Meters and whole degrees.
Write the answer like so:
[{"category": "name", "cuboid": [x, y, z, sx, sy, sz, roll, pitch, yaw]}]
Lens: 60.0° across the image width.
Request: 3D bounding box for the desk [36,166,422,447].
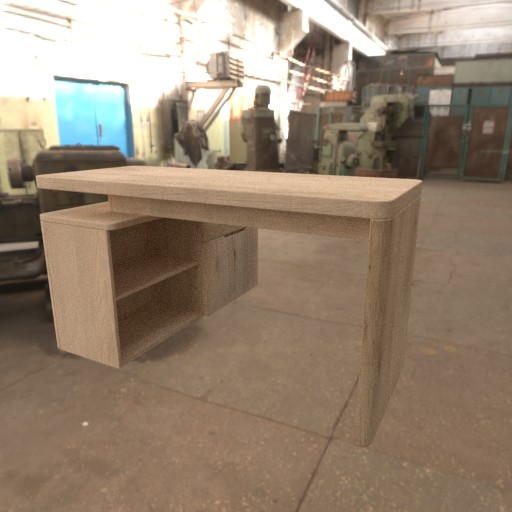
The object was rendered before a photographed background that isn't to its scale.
[{"category": "desk", "cuboid": [0.000, 0.000, 2.047, 1.400, 0.770, 1.175, 8, 18, 27]}]
